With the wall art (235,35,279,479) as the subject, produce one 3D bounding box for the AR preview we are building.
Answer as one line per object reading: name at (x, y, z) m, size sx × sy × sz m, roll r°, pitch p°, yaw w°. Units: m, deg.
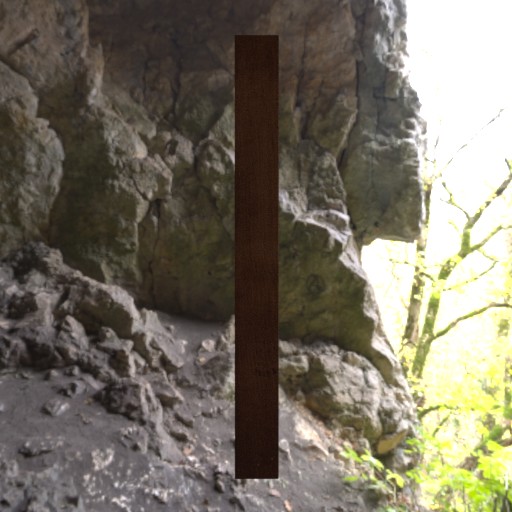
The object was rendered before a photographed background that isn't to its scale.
wall art at (0.000, 0.000, 0.578) m, size 0.038 × 0.385 × 0.386 m, roll 0°, pitch 1°, yaw 0°
